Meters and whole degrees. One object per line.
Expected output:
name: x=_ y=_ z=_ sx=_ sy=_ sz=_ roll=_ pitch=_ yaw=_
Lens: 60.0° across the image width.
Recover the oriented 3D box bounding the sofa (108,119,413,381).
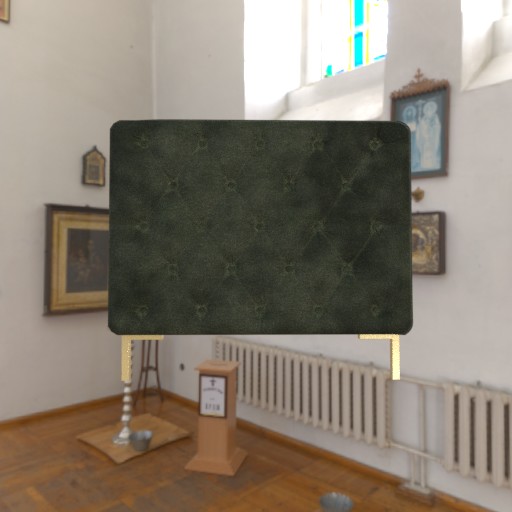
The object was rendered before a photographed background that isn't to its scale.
sofa: x=0.000 y=0.000 z=2.017 sx=0.895 sy=0.768 sz=1.537 roll=0 pitch=-2 yaw=-1
